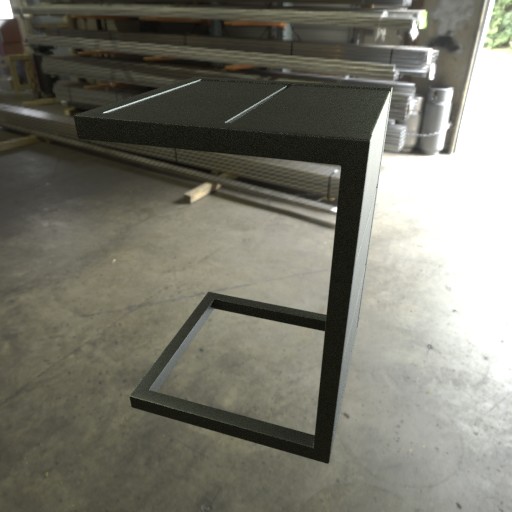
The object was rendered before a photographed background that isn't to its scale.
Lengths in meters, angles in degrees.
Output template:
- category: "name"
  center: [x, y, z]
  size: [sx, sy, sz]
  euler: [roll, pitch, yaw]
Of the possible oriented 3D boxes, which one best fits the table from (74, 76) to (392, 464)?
- category: "table"
  center: [0.000, 0.000, 0.897]
  size: [0.420, 0.609, 0.405]
  euler: [9, 31, 16]
